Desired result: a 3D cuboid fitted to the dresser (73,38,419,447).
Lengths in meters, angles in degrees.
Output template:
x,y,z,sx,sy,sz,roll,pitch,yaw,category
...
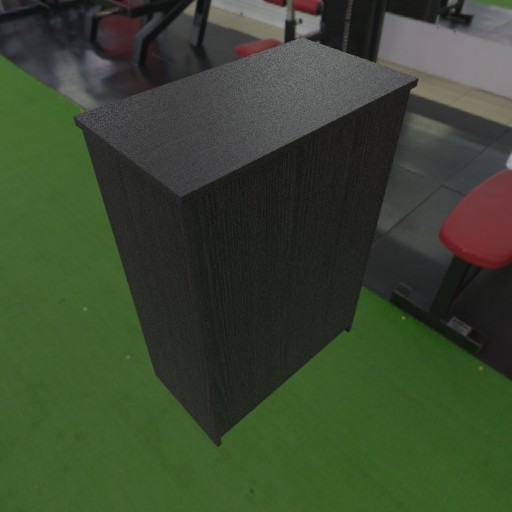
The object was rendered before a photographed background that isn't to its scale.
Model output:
x,y,z,sx,sy,sz,roll,pitch,yaw,category
0.000,0.000,1.359,0.704,1.020,0.399,-33,53,-29,dresser
